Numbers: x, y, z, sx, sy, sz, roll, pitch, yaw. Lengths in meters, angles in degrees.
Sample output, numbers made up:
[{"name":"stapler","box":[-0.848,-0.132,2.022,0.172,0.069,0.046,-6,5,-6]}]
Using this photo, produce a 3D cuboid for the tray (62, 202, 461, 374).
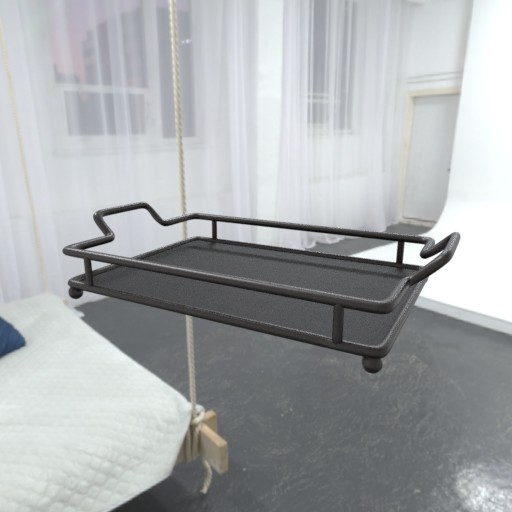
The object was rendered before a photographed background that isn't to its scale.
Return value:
[{"name":"tray","box":[0.000,0.000,0.605,0.495,0.101,0.297,8,18,27]}]
